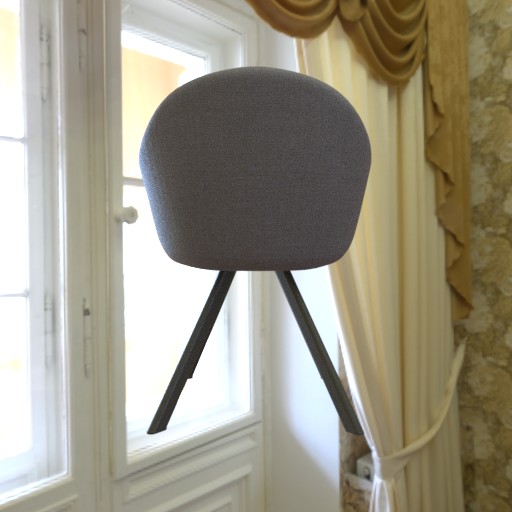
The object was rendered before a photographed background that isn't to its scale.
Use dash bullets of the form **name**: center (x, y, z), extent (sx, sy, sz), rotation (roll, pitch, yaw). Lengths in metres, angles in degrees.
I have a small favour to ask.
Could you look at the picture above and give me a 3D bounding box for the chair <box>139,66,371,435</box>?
- **chair**: center (0.000, 0.000, 1.167), extent (0.590, 0.795, 0.550), rotation (0, 1, 1)
